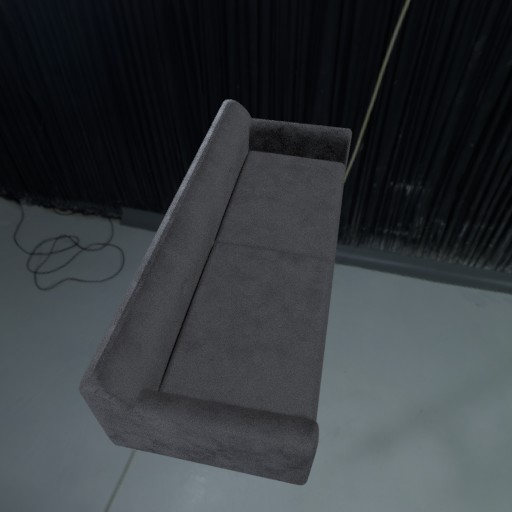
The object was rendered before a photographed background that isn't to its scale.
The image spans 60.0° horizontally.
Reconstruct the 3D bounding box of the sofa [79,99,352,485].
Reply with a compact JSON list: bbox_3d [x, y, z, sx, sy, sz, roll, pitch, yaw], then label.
[{"bbox_3d":[0.000,0.000,2.528,0.900,0.740,2.190,9,48,8],"label":"sofa"}]
